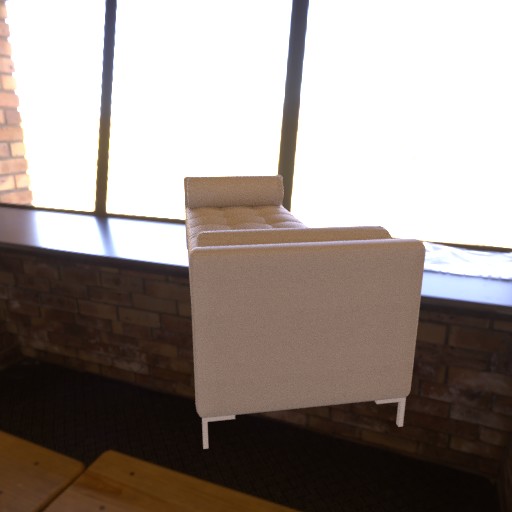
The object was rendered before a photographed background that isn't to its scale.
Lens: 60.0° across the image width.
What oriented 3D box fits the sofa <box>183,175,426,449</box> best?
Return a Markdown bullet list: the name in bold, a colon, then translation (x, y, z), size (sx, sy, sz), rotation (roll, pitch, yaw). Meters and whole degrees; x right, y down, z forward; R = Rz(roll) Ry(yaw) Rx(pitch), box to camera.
- **sofa**: translation (0.000, 0.000, 2.247), size (0.686, 0.635, 1.981), rotation (-3, 16, -9)
